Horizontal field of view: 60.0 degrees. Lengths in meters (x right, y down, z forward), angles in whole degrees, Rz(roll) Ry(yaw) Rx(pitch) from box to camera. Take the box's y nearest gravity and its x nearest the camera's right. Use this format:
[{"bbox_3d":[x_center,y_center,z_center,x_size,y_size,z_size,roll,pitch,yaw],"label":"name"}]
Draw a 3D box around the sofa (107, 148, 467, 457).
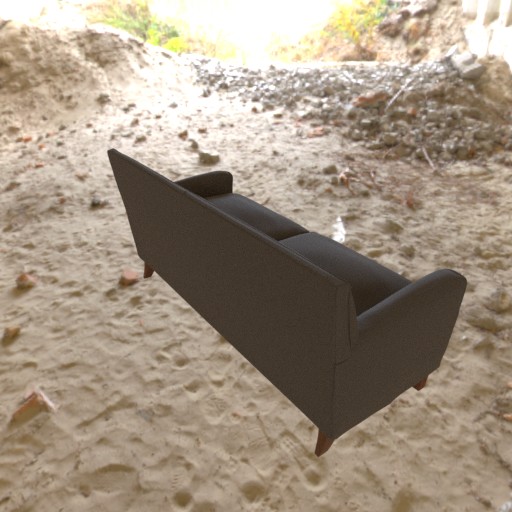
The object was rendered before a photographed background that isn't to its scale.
[{"bbox_3d":[0.000,0.000,2.425,0.843,0.907,2.002,-18,33,-31],"label":"sofa"}]
